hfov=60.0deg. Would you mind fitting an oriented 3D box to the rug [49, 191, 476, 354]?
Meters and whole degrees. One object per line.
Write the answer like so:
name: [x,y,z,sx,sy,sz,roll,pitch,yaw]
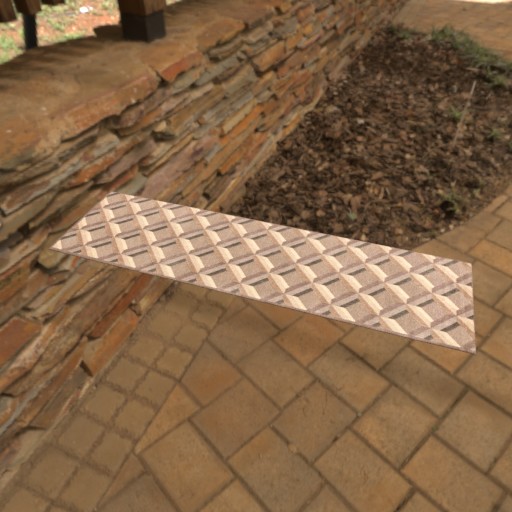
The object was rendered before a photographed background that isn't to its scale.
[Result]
rug: [0.000,0.000,2.644,2.437,0.013,0.685,12,42,14]
